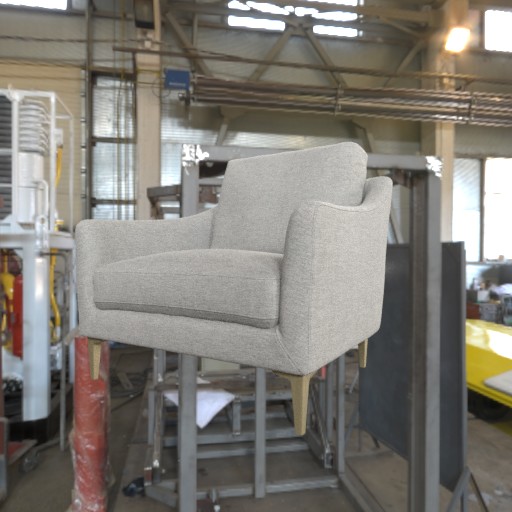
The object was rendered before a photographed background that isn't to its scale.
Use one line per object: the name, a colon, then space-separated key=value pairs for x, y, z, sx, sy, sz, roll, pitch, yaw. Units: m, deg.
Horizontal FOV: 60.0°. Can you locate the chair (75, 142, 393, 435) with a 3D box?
chair: x=0.000 y=0.000 z=1.723 sx=0.986 sy=0.902 sz=0.961 roll=0 pitch=1 yaw=35
